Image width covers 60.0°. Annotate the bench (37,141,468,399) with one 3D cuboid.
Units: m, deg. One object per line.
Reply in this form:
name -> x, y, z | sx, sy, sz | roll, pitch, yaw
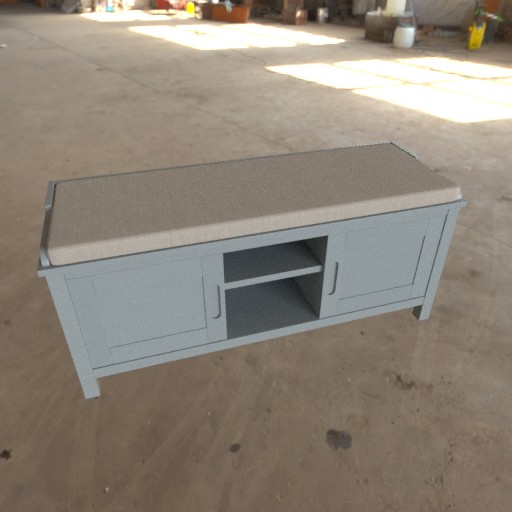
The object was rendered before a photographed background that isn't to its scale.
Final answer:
bench -> 0.000, 0.000, 1.393 | 1.140, 0.501, 0.398 | -10, 35, -14
